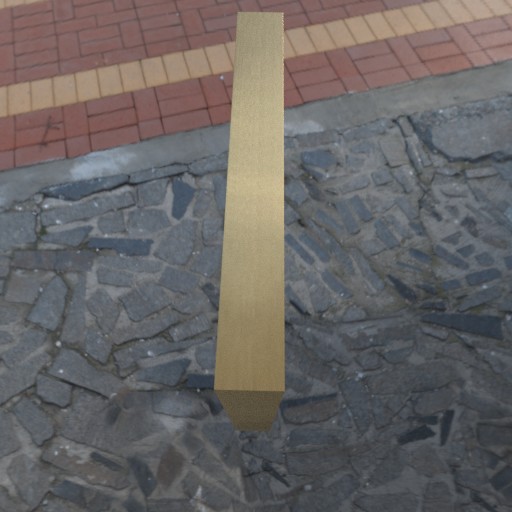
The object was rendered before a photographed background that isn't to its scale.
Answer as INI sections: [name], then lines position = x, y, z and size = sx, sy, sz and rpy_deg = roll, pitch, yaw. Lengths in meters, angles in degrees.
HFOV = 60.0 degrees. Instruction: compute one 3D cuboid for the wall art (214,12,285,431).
[wall art]
position = 0.000, 0.000, 0.441
size = 0.038, 0.305, 0.304
rpy_deg = 1, 65, 1
